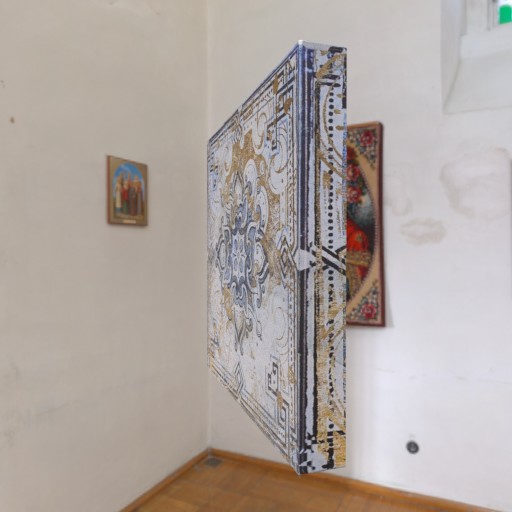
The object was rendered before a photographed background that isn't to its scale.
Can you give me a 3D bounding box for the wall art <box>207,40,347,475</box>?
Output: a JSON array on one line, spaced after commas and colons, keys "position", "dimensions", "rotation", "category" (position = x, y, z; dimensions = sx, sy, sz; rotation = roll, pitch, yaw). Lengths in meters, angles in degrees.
[{"position": [0.000, 0.000, 0.459], "dimensions": [0.038, 0.306, 0.302], "rotation": [0, 1, -19], "category": "wall art"}]
